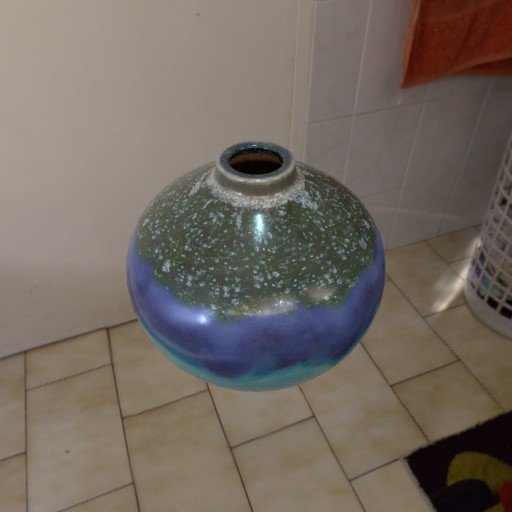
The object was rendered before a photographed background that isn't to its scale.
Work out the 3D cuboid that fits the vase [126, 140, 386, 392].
[{"bbox_3d":[0.000,0.000,0.267,0.154,0.133,0.154,0,43,0],"label":"vase"}]
